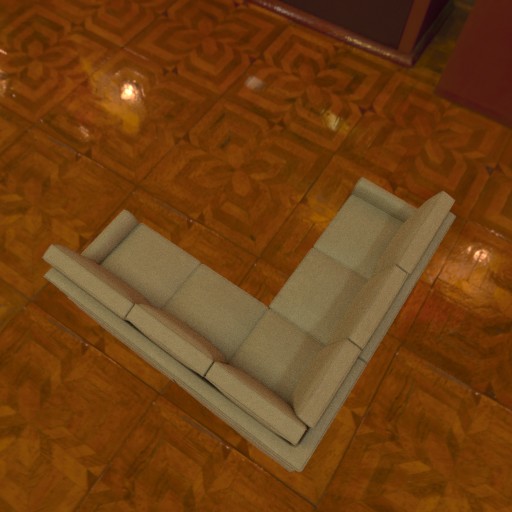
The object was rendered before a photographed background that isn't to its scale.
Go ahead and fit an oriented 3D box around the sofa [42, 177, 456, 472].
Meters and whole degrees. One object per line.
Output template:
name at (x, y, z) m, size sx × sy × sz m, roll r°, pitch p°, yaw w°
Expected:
sofa at (0.000, 0.000, 4.121) m, size 2.623 × 1.081 × 2.618 m, roll 33°, pitch 68°, yaw 15°
